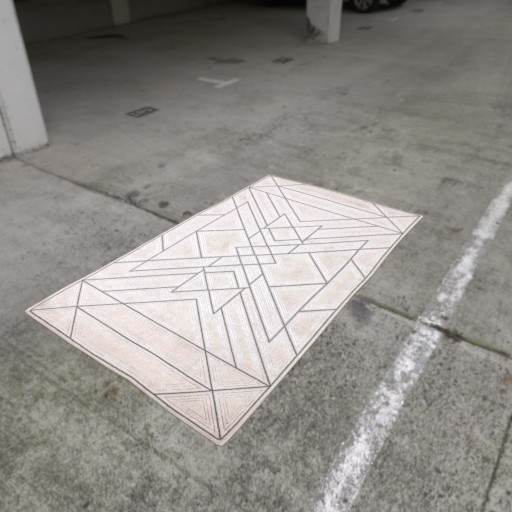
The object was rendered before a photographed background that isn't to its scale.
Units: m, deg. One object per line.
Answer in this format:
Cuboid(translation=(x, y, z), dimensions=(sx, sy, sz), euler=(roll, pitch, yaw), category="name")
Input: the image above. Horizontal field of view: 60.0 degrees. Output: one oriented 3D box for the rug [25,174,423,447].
Cuboid(translation=(0.000, 0.000, 1.049), dimensions=(0.511, 0.008, 0.869), euler=(21, 38, 30), category="rug")
